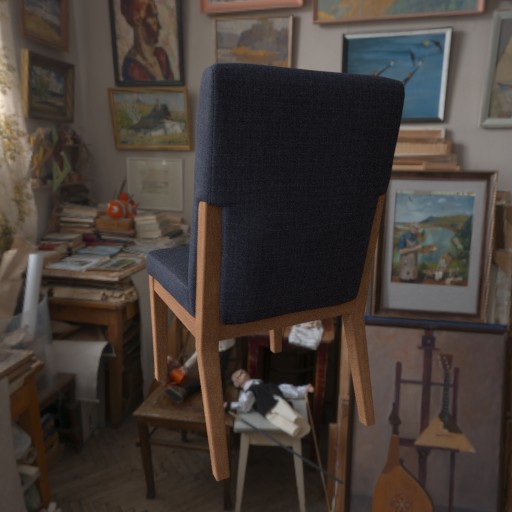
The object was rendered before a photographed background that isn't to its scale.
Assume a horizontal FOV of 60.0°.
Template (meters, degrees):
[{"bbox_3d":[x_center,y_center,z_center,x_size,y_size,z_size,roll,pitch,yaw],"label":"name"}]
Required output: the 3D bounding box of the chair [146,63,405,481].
[{"bbox_3d":[0.000,0.000,1.255,0.507,0.911,0.586,-7,15,-27],"label":"chair"}]
